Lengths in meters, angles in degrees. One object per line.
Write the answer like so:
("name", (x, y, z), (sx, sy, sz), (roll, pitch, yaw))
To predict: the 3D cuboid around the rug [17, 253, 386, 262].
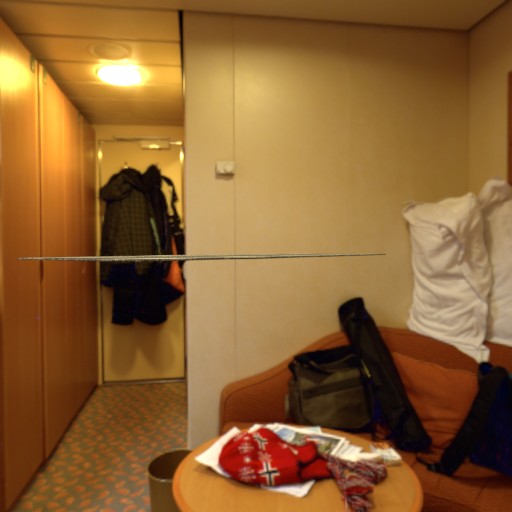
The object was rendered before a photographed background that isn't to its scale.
("rug", (0.000, 0.000, 2.645), (0.760, 0.012, 2.434), (1, 1, 35))
